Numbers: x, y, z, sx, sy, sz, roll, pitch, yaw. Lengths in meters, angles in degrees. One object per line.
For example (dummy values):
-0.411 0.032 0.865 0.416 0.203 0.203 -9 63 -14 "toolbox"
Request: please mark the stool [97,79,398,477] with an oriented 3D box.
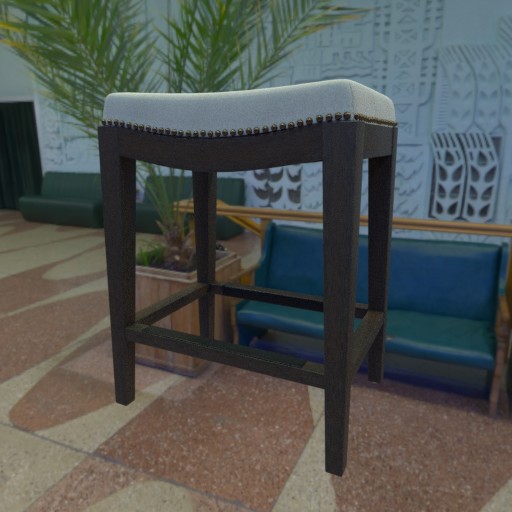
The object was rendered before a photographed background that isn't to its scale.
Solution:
0.000 0.000 0.930 0.500 0.642 0.361 7 16 25 "stool"
